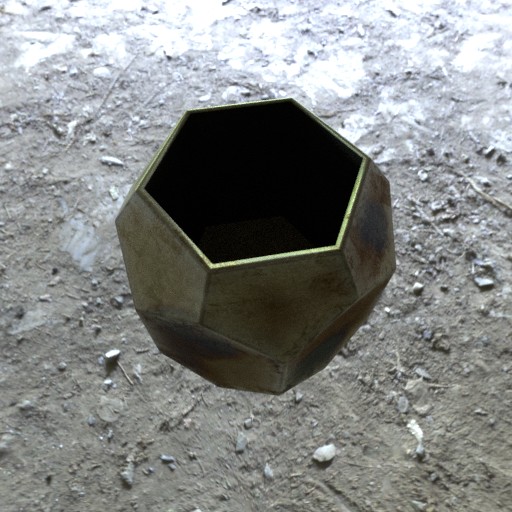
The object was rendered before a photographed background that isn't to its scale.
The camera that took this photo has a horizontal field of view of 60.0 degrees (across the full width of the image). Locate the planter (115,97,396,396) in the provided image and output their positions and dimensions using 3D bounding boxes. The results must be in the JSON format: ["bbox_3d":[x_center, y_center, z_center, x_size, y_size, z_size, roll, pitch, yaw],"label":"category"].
[{"bbox_3d":[0.000,0.000,0.425,0.243,0.238,0.221,-36,66,-19],"label":"planter"}]
